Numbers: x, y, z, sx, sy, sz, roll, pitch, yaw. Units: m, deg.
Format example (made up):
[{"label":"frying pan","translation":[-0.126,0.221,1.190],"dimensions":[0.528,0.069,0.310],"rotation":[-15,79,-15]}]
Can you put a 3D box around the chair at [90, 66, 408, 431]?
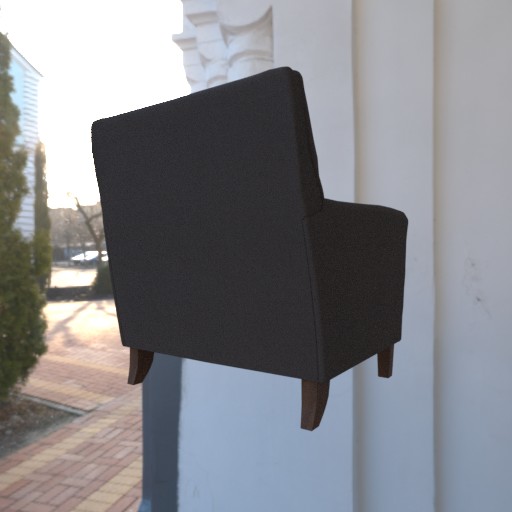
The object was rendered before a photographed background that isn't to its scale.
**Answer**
[{"label":"chair","translation":[0.000,0.000,1.582],"dimensions":[0.836,0.911,0.831],"rotation":[0,0,35]}]
